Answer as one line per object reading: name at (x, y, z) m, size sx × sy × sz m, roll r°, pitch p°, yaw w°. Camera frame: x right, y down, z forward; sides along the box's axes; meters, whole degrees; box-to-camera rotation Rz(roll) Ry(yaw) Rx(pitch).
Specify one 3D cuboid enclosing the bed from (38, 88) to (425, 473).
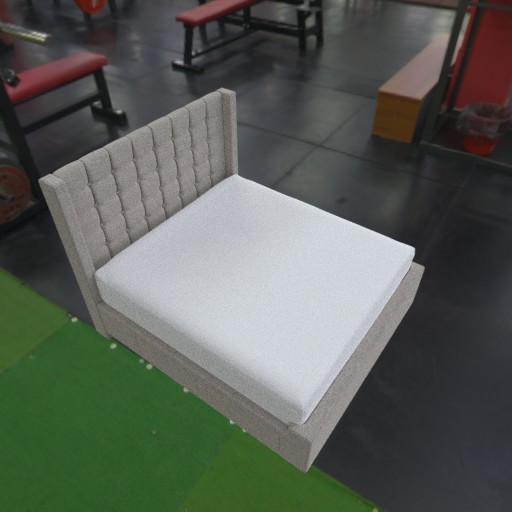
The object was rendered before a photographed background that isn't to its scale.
bed at (0.000, 0.000, 3.816) m, size 2.372 × 1.748 × 2.044 m, roll 26°, pitch 49°, yaw 26°
